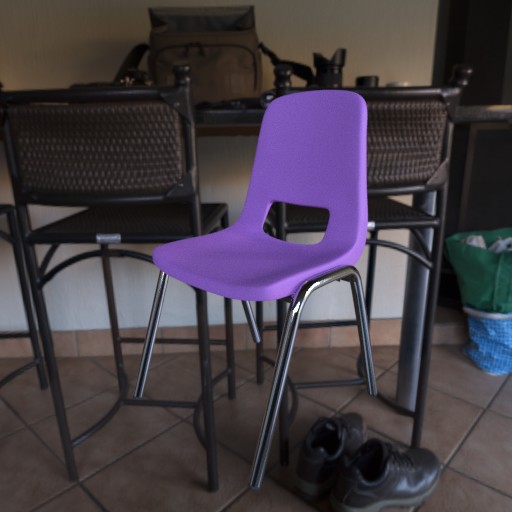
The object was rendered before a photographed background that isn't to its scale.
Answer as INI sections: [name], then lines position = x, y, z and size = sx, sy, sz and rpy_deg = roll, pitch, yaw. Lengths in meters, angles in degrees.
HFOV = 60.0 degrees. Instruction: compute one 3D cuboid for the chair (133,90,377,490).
[chair]
position = 0.000, 0.000, 0.680
size = 0.291, 0.493, 0.301
rpy_deg = 15, 22, 42
